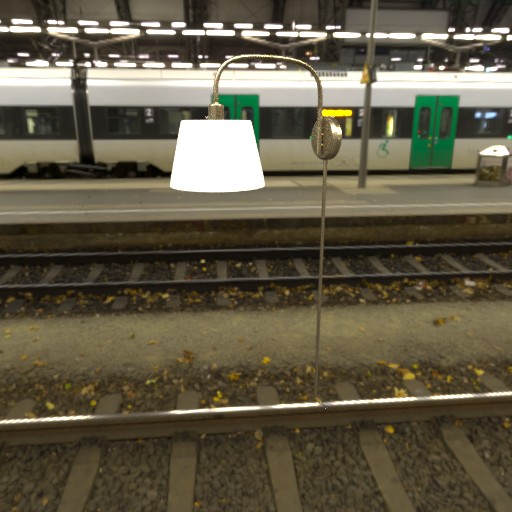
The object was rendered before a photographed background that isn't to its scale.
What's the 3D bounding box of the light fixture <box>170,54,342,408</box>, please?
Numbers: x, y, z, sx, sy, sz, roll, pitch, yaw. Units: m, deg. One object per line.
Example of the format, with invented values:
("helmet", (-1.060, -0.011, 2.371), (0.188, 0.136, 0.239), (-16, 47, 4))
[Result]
("light fixture", (0.000, 0.000, 0.476), (0.176, 0.399, 0.092), (-8, 18, -25))
